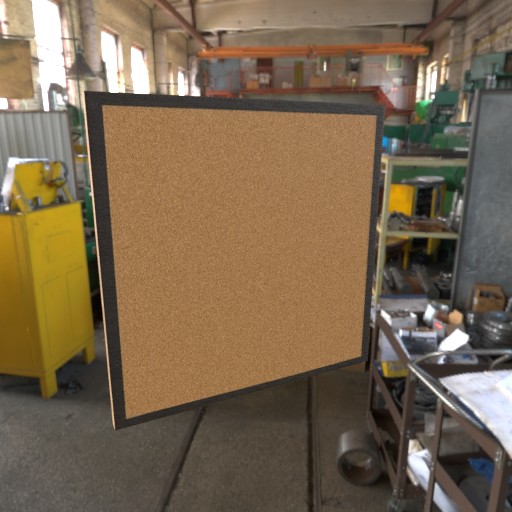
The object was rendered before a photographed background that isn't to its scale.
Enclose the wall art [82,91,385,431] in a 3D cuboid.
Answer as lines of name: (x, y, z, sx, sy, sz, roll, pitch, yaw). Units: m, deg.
wall art: (0.000, 0.000, 1.033, 0.695, 0.691, 0.029, -7, 16, -26)
